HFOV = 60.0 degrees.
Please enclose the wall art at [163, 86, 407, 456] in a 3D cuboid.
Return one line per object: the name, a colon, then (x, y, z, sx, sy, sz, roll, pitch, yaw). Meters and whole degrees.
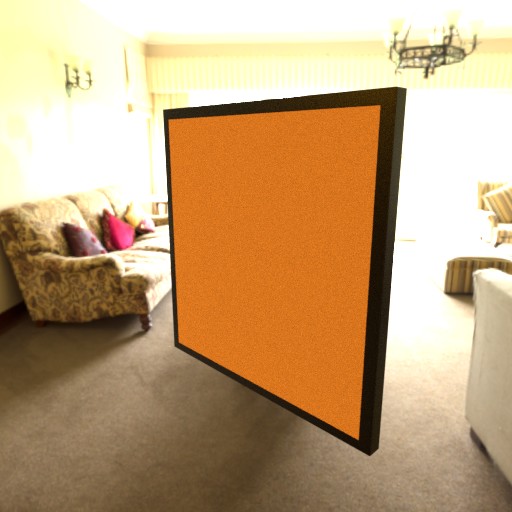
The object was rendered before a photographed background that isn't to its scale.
wall art: (0.000, 0.000, 1.150, 0.038, 0.761, 0.755, -13, 19, -42)
